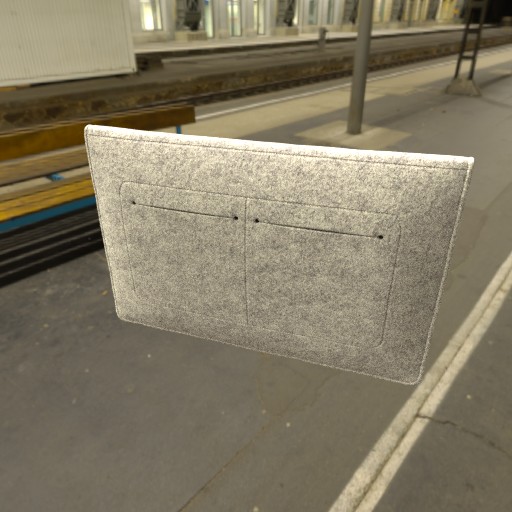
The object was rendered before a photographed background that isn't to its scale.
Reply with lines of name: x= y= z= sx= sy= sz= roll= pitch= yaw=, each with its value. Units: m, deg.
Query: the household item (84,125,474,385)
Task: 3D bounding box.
household item: x=0.000 y=0.000 z=0.422 sx=0.335 sy=0.221 sz=0.057 roll=9 pitch=30 yaw=16
